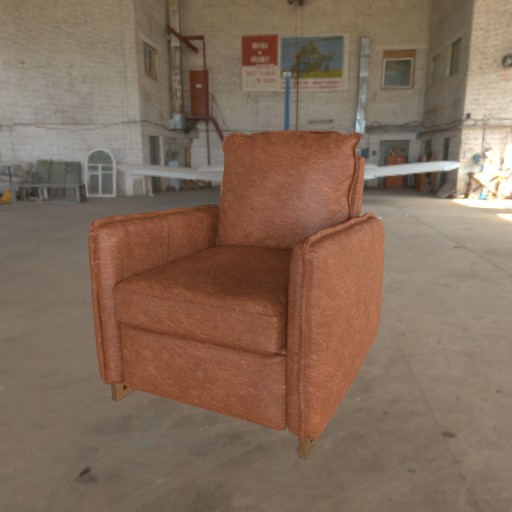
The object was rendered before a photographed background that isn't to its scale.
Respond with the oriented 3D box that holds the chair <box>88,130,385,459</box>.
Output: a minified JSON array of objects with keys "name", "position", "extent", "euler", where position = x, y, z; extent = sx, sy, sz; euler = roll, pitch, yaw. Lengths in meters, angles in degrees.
[{"name":"chair","position":[0.000,0.000,1.635],"extent":[0.830,0.922,0.922],"euler":[6,14,25]}]
